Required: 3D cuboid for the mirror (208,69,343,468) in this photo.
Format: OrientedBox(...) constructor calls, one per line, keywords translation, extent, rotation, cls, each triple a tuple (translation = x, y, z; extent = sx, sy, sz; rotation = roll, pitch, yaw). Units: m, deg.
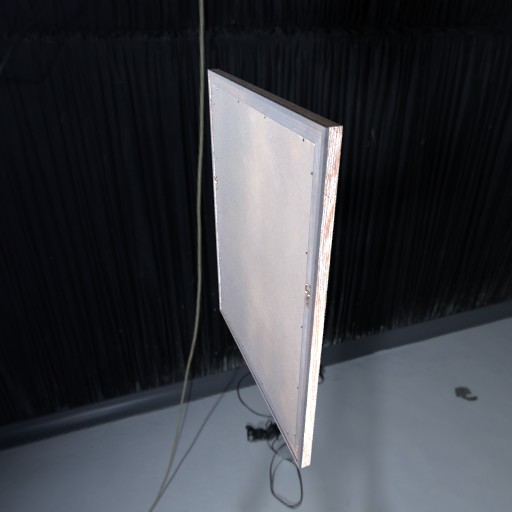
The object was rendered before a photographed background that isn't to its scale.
OrientedBox(translation=(0.000, 0.000, 1.238), extent=(0.032, 0.882, 0.730), rotation=(-11, 32, -18), cls="mirror")
